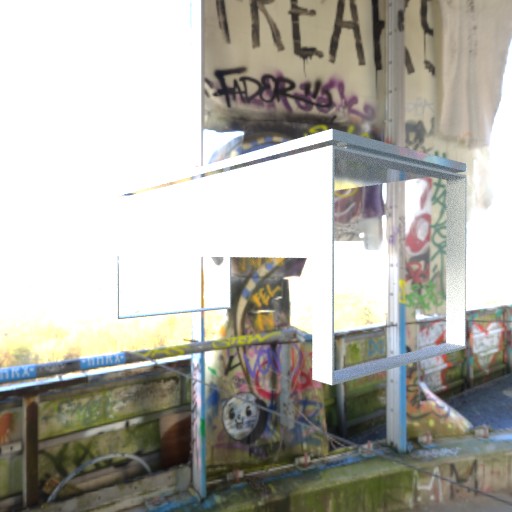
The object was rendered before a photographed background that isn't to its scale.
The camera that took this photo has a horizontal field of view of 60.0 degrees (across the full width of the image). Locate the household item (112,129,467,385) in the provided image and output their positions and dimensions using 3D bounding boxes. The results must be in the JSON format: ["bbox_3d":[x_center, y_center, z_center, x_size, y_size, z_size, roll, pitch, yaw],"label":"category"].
[{"bbox_3d":[0.000,0.000,2.191,0.800,0.745,1.700,0,0,-39],"label":"household item"}]
